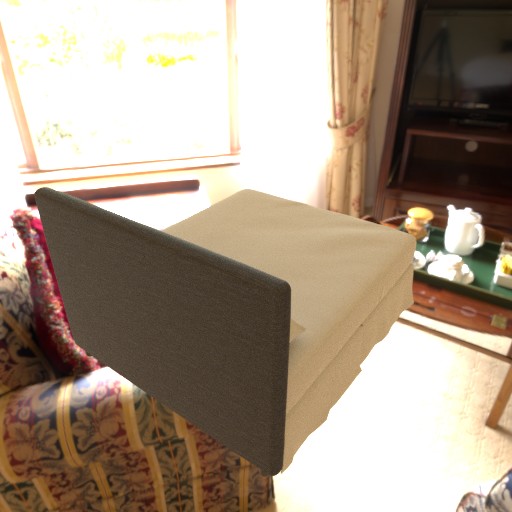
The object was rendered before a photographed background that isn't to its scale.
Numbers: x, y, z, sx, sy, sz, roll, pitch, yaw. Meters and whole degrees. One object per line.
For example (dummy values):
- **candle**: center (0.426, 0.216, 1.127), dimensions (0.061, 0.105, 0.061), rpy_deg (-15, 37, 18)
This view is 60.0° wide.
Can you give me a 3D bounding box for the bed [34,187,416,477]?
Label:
- **bed**: center (0.000, 0.000, 3.279), dimensions (1.884, 1.330, 2.142), rpy_deg (21, 37, 31)
